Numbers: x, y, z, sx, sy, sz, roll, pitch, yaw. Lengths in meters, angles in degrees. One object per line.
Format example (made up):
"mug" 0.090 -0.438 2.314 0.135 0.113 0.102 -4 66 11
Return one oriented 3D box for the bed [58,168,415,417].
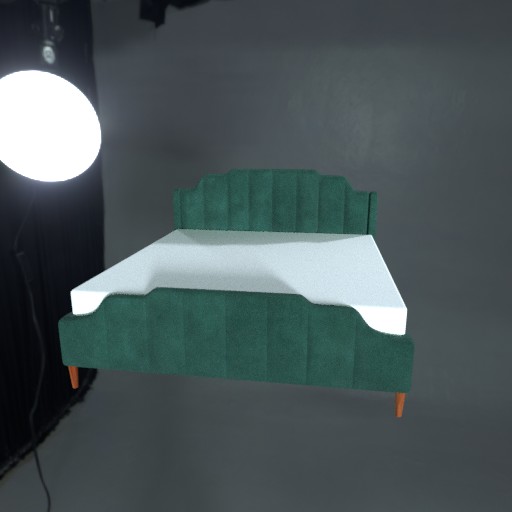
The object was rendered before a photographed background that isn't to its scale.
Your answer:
"bed" 0.000 0.000 3.552 2.074 1.245 2.340 2 15 9
